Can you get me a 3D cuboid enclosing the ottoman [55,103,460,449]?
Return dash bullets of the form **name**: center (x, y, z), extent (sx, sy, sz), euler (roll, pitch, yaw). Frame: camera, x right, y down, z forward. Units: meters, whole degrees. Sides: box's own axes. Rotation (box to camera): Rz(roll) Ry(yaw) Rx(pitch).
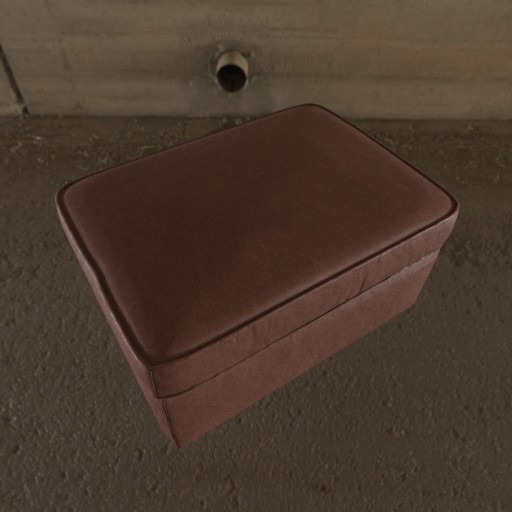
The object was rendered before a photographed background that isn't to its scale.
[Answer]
- **ottoman**: center (0.000, 0.000, 1.084), extent (0.749, 0.449, 0.548), euler (-25, 52, -21)
